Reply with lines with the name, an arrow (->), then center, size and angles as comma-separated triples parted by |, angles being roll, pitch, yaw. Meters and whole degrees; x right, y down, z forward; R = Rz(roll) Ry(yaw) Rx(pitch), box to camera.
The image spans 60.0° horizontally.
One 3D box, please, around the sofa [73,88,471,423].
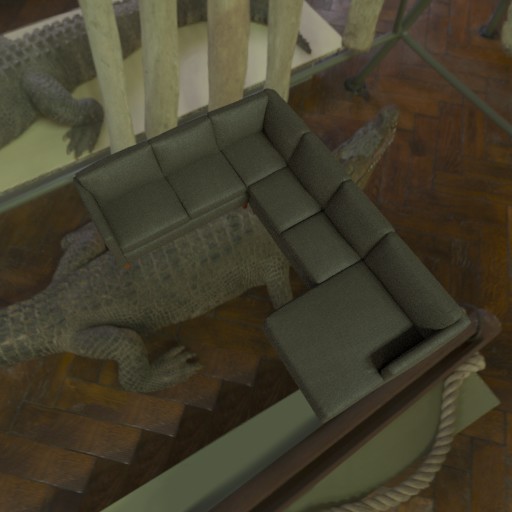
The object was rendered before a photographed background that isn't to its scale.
sofa -> 0.000, 0.000, 4.623 | 2.594, 0.961, 3.460 | -28, 67, -13
